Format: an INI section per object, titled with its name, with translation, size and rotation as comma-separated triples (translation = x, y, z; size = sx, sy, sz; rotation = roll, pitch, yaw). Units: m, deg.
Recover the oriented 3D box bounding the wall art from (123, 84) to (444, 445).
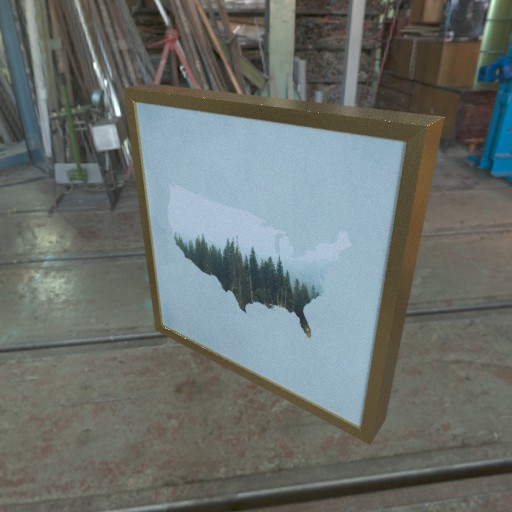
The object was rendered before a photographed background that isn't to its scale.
[wall art]
translation = 0.000, 0.000, 0.452
size = 0.304, 0.304, 0.038
rotation = 19, 34, 32
